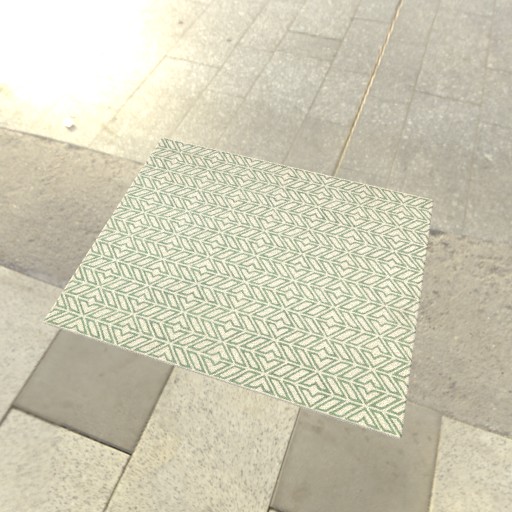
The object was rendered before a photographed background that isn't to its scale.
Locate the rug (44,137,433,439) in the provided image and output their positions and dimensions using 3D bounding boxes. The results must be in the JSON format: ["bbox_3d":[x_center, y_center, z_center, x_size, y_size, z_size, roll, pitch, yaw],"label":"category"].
[{"bbox_3d":[0.000,0.000,4.178,3.050,0.017,2.441,15,58,10],"label":"rug"}]
